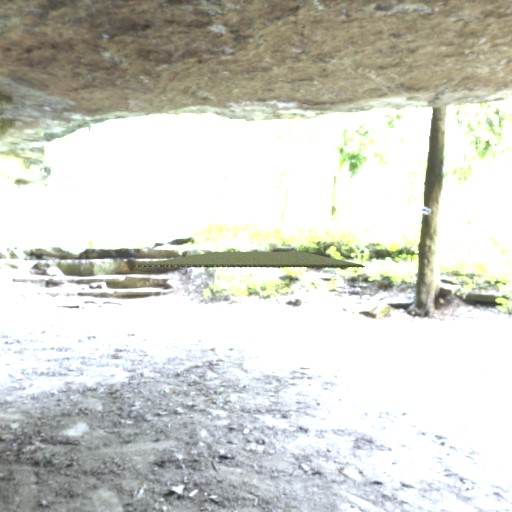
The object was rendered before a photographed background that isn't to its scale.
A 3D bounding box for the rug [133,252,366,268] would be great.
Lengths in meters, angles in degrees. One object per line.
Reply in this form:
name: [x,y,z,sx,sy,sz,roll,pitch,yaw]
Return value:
rug: [0.000,0.000,2.772,0.795,0.015,2.544,0,2,1]
